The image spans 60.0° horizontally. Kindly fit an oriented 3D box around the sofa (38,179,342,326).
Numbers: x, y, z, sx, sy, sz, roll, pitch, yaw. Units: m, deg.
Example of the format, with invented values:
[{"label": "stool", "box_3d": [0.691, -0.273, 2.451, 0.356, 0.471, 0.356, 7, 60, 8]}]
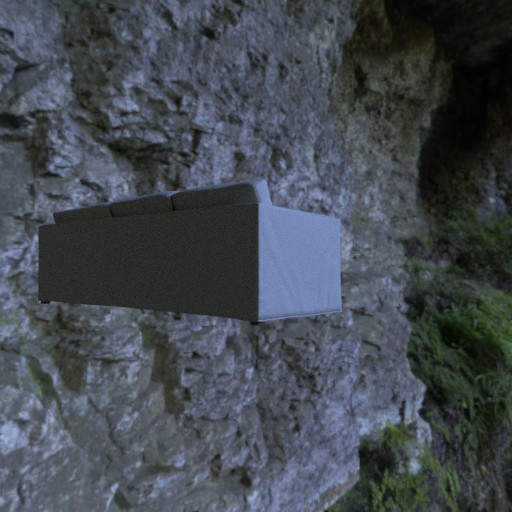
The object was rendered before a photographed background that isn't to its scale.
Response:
[{"label": "sofa", "box_3d": [0.000, 0.000, 4.420, 2.432, 0.871, 3.182, -1, -1, 37]}]
